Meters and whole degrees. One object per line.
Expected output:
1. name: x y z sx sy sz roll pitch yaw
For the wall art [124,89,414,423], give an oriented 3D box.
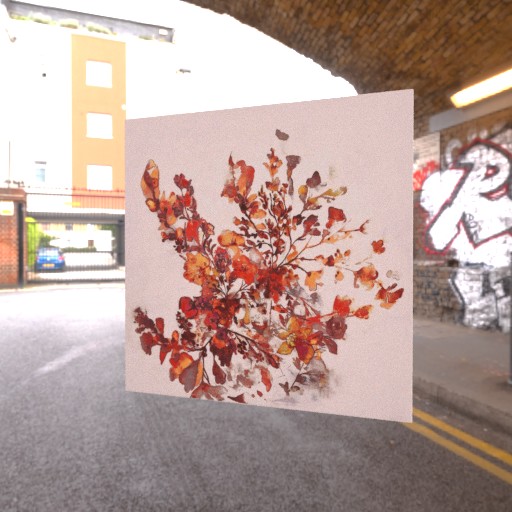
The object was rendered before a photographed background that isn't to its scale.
1. wall art: 0.000 0.000 1.514 1.009 1.009 0.049 0 1 18
